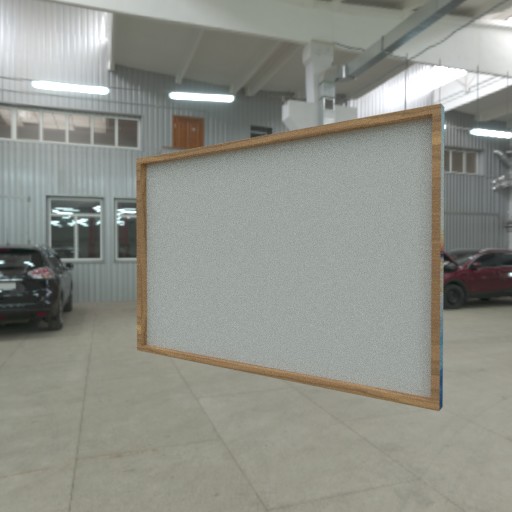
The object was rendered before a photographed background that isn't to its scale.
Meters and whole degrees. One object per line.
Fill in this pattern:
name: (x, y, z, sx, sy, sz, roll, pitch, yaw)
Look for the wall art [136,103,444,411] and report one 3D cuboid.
wall art: (0.000, 0.000, 0.761, 0.604, 0.402, 0.018, 1, 1, 36)
